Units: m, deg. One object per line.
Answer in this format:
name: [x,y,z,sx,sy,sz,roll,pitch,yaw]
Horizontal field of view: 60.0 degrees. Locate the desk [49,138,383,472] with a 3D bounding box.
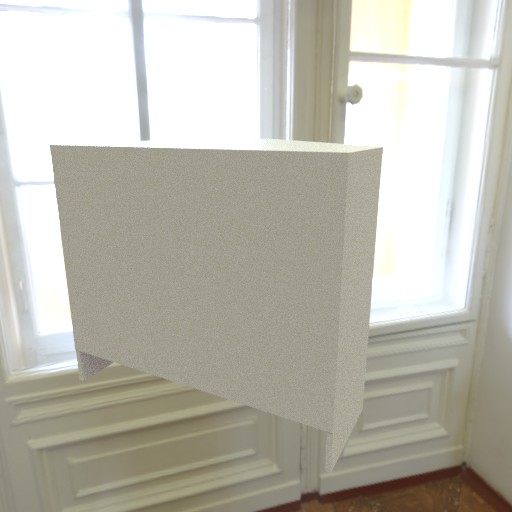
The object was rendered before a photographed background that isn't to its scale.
desk: [0.000,0.000,1.649,0.940,0.818,0.926,9,18,27]
